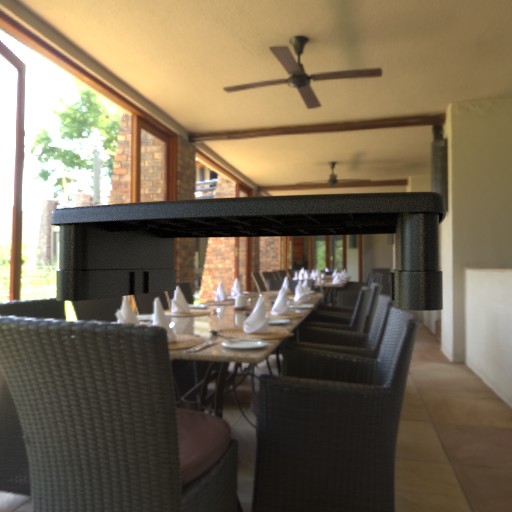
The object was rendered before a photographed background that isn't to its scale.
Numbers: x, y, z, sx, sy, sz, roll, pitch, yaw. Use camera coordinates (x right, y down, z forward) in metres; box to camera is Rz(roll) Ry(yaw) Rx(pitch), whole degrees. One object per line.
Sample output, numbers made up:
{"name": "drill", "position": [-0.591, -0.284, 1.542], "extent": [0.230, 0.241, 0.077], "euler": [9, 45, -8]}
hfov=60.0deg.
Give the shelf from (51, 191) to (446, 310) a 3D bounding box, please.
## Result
{"name": "shelf", "position": [0.000, 0.000, 0.531], "extent": [0.410, 0.100, 0.280], "euler": [0, -1, 17]}
